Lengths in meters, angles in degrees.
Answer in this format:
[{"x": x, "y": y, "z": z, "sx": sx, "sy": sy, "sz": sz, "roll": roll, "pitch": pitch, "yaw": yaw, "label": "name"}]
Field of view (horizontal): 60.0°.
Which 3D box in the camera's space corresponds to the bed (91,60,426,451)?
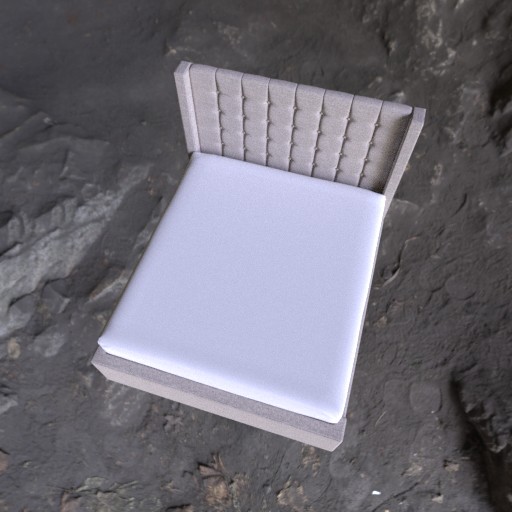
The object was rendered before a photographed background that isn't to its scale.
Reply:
[{"x": 0.000, "y": 0.000, "z": 3.743, "sx": 2.044, "sy": 1.748, "sz": 2.372, "roll": 15, "pitch": 60, "yaw": 9, "label": "bed"}]
